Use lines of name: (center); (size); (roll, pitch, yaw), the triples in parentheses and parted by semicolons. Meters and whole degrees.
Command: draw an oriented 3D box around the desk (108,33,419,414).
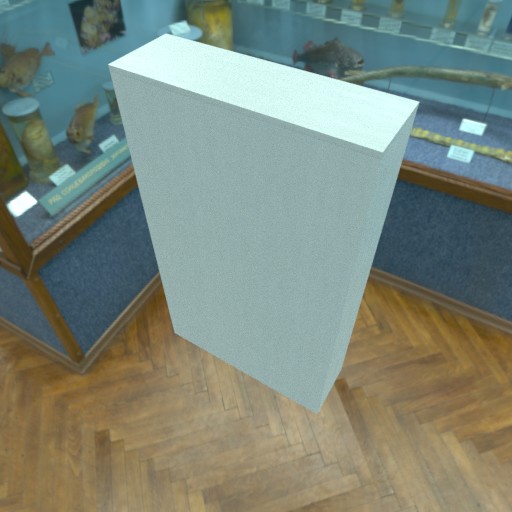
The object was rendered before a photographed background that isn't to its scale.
desk: (0.000, 0.000, 1.564); (0.750, 1.280, 0.250); (24, 52, 21)
